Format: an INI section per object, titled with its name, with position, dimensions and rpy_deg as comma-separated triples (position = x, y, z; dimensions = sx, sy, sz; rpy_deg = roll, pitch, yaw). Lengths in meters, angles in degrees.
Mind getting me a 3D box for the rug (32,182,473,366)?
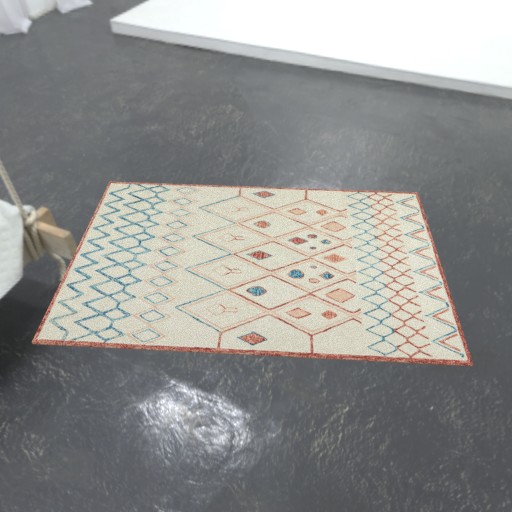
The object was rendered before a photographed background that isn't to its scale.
[rug]
position = 0.000, 0.000, 2.972
dimensions = 2.438, 0.015, 1.524
rpy_deg = 2, 46, 2
